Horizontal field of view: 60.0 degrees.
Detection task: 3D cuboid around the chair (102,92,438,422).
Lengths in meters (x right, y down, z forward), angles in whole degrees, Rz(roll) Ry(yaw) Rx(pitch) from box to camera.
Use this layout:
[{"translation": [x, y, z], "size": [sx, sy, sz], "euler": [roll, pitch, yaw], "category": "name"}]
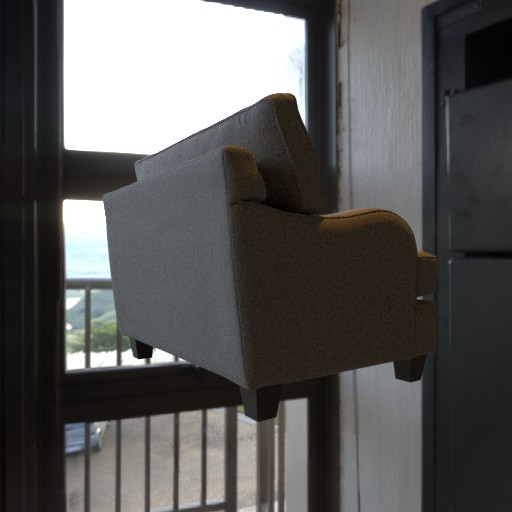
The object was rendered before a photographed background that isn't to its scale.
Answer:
[{"translation": [0.000, 0.000, 2.004], "size": [1.041, 1.016, 1.220], "euler": [0, 0, -35], "category": "chair"}]
